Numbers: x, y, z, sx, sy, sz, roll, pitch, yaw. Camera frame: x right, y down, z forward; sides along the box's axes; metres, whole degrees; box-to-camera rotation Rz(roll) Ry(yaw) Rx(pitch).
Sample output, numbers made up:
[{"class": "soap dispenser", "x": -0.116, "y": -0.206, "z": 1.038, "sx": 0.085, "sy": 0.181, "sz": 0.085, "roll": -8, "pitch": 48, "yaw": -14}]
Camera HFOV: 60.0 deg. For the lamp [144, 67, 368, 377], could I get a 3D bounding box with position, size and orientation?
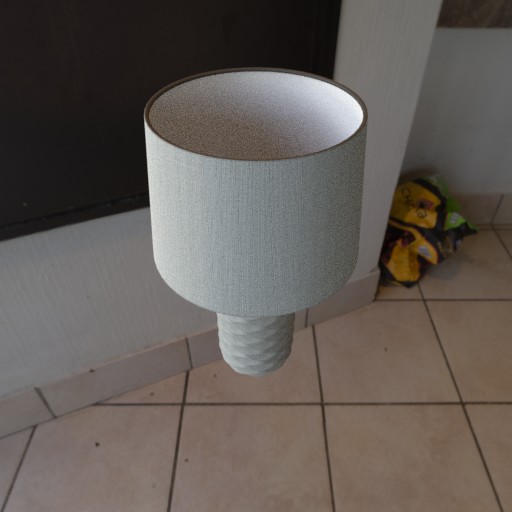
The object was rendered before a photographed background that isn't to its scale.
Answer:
[{"class": "lamp", "x": 0.000, "y": 0.000, "z": 0.850, "sx": 0.376, "sy": 0.594, "sz": 0.376, "roll": 0, "pitch": 42, "yaw": 0}]
